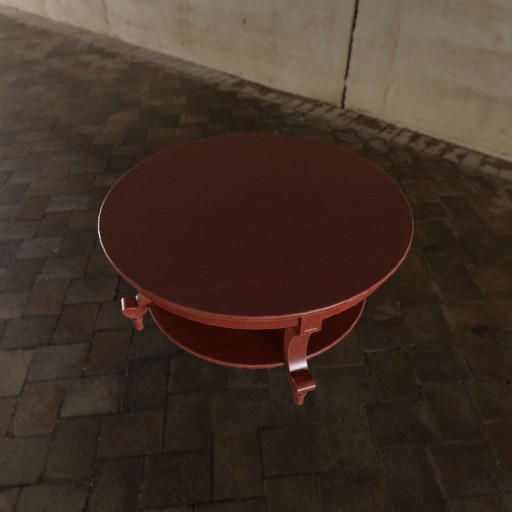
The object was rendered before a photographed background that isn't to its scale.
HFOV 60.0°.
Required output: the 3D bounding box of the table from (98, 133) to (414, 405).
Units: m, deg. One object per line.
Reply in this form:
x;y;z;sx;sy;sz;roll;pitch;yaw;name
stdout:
0.000;0.000;1.645;1.029;0.486;1.029;0;41;0;table
